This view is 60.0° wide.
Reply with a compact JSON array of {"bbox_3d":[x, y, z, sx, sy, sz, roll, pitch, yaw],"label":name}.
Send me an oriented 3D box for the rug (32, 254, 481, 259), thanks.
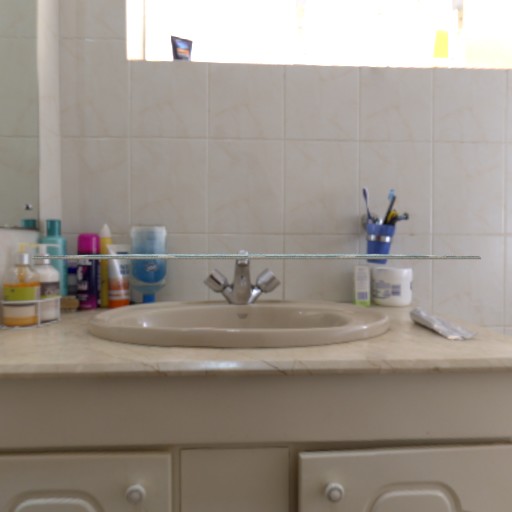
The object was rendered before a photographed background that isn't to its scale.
[{"bbox_3d":[0.000,0.000,4.235,3.049,0.021,2.466,0,1,0],"label":"rug"}]
